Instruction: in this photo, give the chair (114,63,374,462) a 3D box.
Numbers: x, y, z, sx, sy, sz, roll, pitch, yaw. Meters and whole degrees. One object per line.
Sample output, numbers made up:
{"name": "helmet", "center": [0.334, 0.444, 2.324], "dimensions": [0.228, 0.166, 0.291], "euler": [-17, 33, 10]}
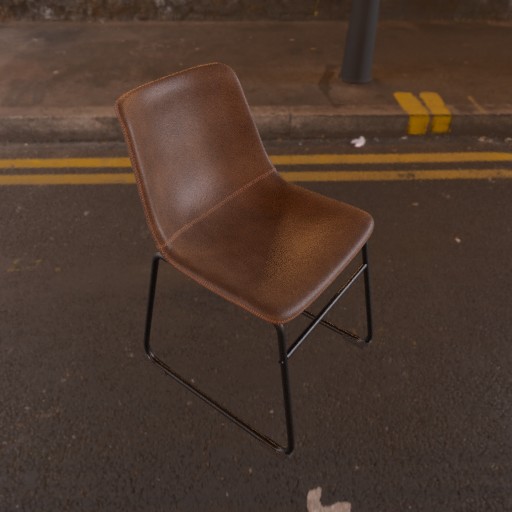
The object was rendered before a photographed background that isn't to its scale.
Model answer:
{"name": "chair", "center": [0.000, 0.000, 1.117], "dimensions": [0.551, 0.780, 0.460], "euler": [26, 47, 27]}
